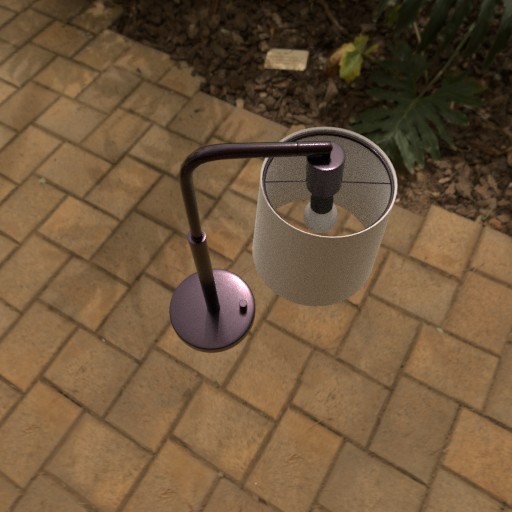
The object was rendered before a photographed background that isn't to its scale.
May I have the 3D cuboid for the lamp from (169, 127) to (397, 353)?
[{"bbox_3d":[0.000,0.000,0.650,0.333,0.489,0.171,1,63,1],"label":"lamp"}]
